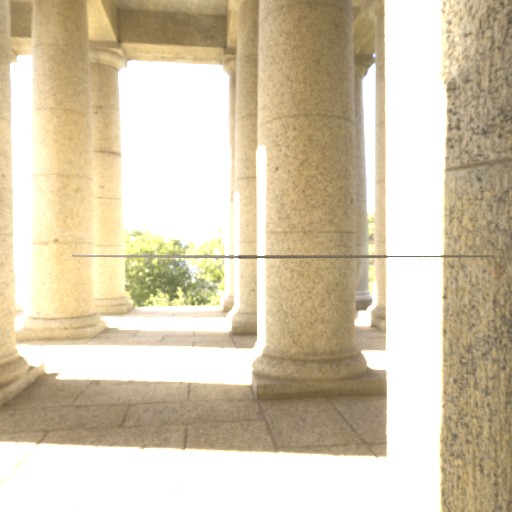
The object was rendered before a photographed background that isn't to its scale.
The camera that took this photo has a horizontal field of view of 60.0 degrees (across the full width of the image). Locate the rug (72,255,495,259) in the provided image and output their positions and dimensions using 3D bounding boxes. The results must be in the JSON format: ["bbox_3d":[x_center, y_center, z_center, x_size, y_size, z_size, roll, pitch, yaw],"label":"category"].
[{"bbox_3d":[0.000,0.000,3.962,2.407,0.020,3.051,0,0,-36],"label":"rug"}]
